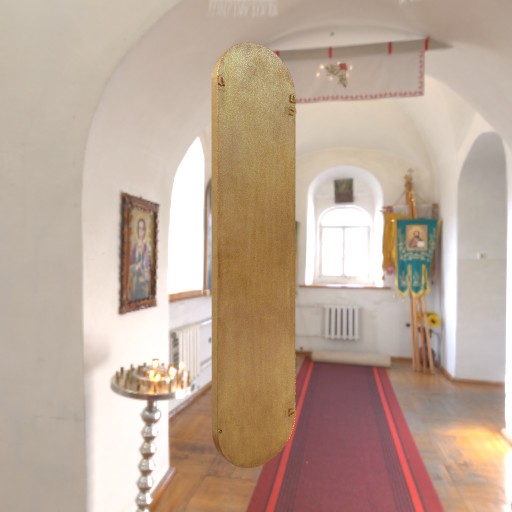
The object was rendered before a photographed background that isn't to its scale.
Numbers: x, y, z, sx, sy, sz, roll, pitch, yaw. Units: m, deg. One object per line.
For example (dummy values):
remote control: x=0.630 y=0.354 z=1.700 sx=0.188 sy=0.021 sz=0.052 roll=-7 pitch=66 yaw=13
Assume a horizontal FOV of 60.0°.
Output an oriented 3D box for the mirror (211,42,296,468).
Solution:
mirror: x=0.000 y=0.000 z=1.049 sx=0.222 sy=0.991 sz=0.032 roll=0 pitch=1 yaw=-34
